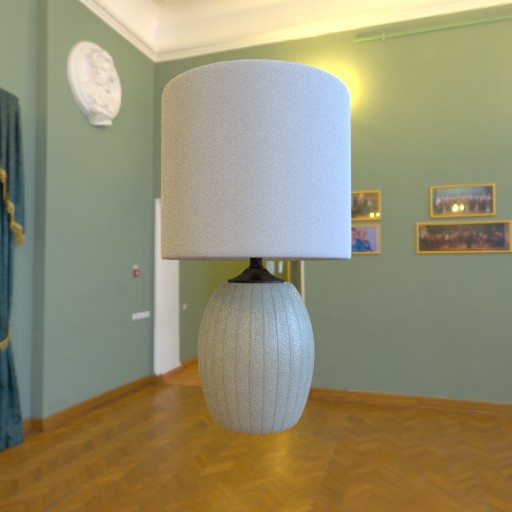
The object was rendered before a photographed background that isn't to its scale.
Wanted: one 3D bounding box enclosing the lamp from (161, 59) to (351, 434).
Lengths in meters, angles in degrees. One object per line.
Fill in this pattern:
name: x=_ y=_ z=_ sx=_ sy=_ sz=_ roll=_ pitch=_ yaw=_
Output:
lamp: x=0.000 y=0.000 z=0.782 sx=0.329 sy=0.570 sz=0.329 roll=0 pitch=-2 yaw=17
